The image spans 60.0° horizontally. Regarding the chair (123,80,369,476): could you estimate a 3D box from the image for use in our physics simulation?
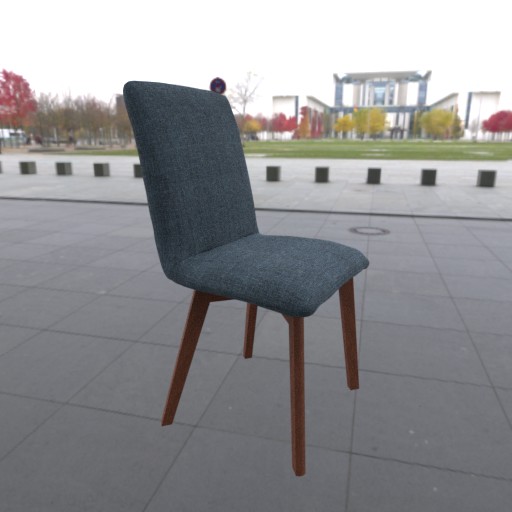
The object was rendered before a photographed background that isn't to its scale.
[{"bbox_3d":[0.000,0.000,1.320,0.563,0.974,0.522,9,17,29],"label":"chair"}]
